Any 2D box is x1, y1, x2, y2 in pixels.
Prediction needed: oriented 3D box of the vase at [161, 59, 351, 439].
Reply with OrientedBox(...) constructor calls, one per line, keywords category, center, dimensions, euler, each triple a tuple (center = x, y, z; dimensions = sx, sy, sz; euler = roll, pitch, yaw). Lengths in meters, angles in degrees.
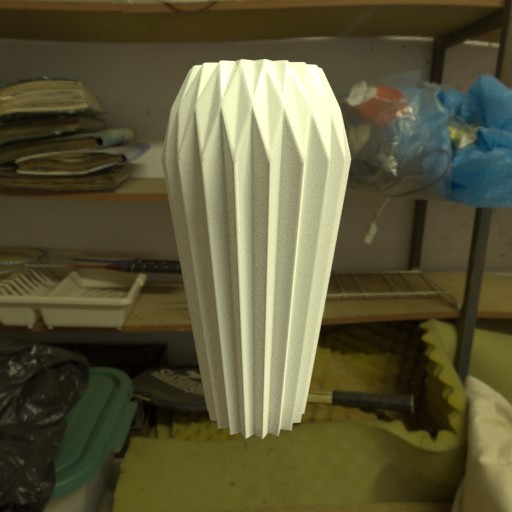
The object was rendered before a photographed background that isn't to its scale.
OrientedBox(category="vase", center=(0.000, 0.000, 0.336), dimensions=(0.133, 0.263, 0.133), euler=(0, 15, 0))
